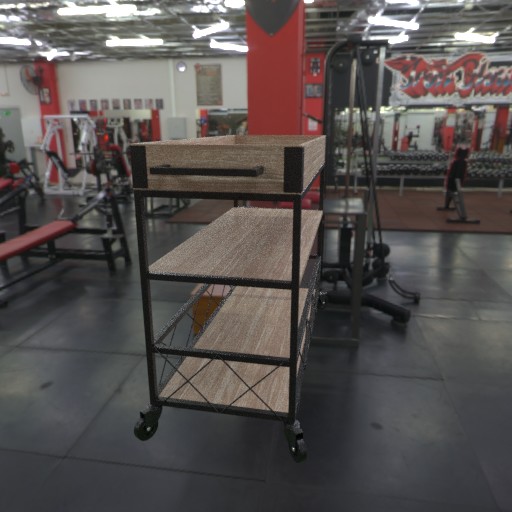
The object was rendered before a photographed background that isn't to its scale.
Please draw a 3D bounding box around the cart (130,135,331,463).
[{"bbox_3d":[0.000,0.000,1.536,0.500,0.787,1.101,3,17,11],"label":"cart"}]
